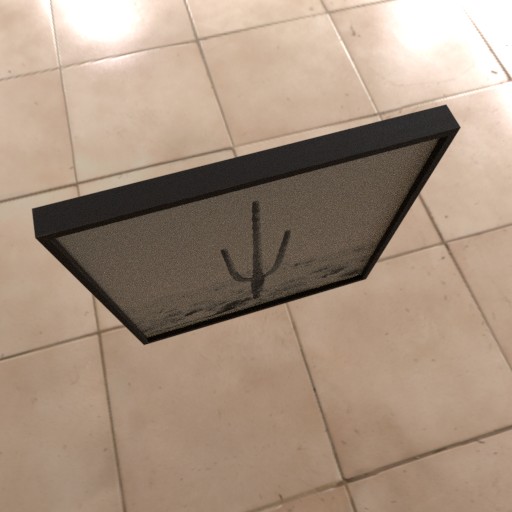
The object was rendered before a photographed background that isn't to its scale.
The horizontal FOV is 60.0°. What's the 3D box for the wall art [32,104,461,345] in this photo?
[{"bbox_3d":[0.000,0.000,0.745,0.508,0.508,0.038,-16,67,-7],"label":"wall art"}]
